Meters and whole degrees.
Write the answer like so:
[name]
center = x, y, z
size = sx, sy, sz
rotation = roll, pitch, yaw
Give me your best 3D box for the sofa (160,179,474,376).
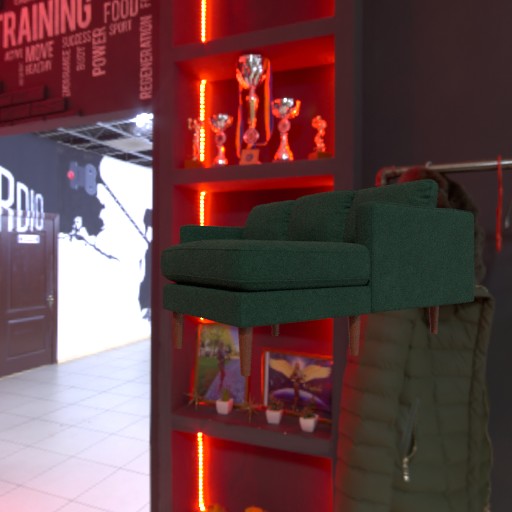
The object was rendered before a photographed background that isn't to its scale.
[sofa]
center = 0.000, 0.000, 2.841
size = 1.580, 0.899, 2.030
rotation = 0, 0, -35
